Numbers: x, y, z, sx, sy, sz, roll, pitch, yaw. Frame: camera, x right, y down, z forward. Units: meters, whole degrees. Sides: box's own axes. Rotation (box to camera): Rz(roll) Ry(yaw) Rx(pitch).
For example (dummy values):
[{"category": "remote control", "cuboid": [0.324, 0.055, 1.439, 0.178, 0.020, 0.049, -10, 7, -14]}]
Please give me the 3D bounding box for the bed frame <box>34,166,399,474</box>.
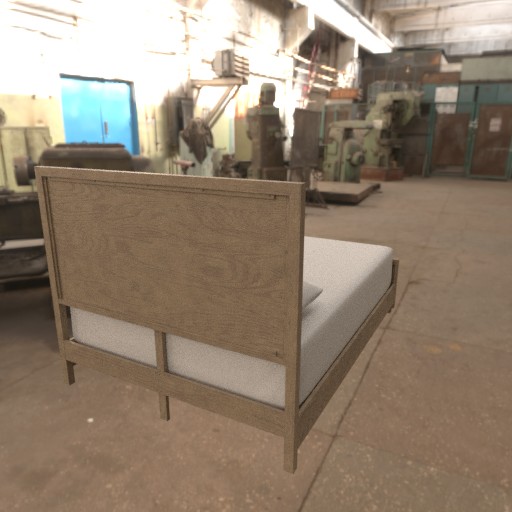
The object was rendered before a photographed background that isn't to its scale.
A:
[{"category": "bed frame", "cuboid": [0.000, 0.000, 3.201, 1.606, 1.369, 2.189, 9, 18, 28]}]
